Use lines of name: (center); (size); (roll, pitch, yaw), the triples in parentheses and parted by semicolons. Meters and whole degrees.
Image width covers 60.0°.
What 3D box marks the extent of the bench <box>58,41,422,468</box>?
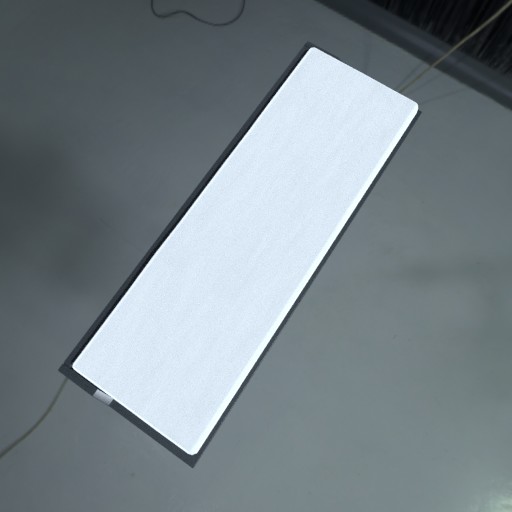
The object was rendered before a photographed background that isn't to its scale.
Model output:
bench: (0.000, 0.000, 1.228); (0.345, 0.561, 0.973); (33, 77, 8)
